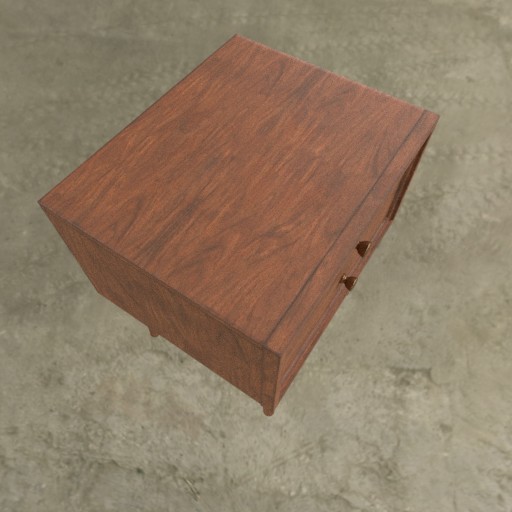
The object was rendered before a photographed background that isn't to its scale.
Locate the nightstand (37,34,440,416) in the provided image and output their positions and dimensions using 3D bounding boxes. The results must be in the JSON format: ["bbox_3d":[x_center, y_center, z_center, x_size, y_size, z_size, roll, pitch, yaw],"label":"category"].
[{"bbox_3d":[0.000,0.000,0.972,0.445,0.607,0.521,30,63,17],"label":"nightstand"}]
